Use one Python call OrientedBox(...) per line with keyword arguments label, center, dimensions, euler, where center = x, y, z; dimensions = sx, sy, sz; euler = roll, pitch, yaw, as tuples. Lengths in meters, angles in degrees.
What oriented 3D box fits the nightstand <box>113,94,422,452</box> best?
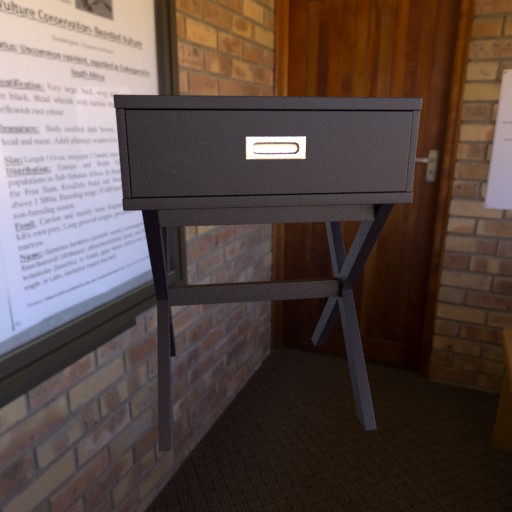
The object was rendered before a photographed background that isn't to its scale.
OrientedBox(label="nightstand", center=(0.000, 0.000, 0.953), dimensions=(0.479, 0.623, 0.402), euler=(-2, 16, -8))
